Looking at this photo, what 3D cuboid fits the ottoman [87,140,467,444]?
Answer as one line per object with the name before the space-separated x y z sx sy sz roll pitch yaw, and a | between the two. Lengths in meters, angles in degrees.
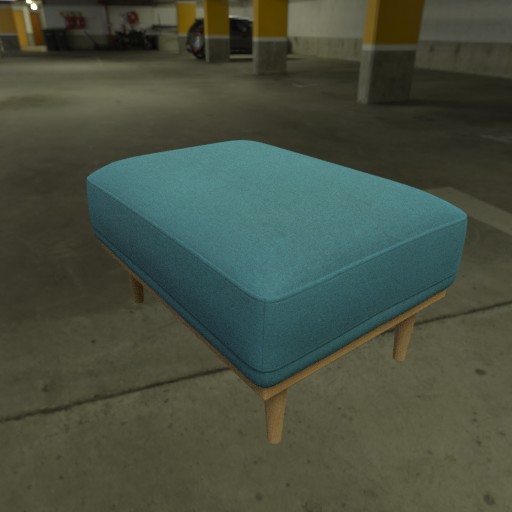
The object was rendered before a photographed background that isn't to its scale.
ottoman | 0.000 0.000 1.066 0.549 0.428 0.749 -19 33 -33
